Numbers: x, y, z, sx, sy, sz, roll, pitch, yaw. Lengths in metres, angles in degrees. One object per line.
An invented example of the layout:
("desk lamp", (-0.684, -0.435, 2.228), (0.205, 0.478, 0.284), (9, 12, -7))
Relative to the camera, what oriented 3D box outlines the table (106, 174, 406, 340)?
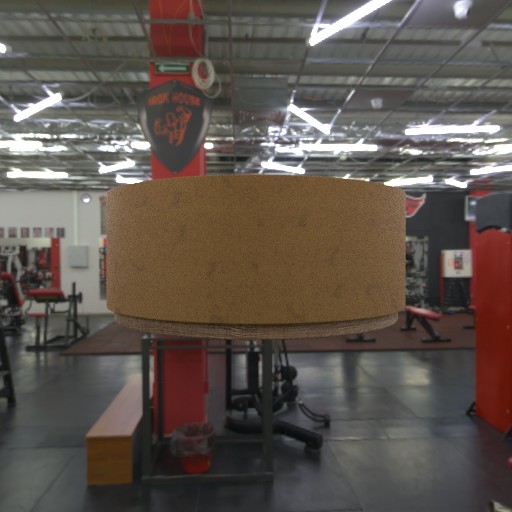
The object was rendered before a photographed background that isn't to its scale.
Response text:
("table", (0.000, 0.000, 1.565), (1.001, 0.409, 1.001), (0, 0, 0))
